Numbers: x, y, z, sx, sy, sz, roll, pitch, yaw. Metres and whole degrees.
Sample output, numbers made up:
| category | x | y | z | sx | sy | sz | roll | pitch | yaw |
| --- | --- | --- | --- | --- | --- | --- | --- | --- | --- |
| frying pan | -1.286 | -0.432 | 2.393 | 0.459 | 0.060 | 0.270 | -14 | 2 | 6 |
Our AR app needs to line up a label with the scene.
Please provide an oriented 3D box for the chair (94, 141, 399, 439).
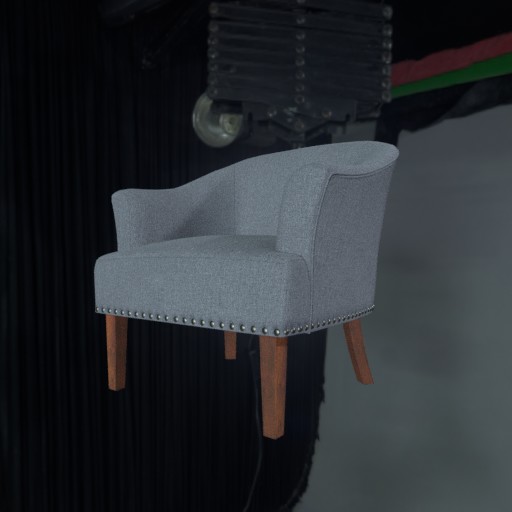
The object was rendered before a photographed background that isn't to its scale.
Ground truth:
| category | x | y | z | sx | sy | sz | roll | pitch | yaw |
| --- | --- | --- | --- | --- | --- | --- | --- | --- | --- |
| chair | 0.000 | 0.000 | 1.400 | 0.798 | 0.815 | 0.704 | 0 | 0 | 37 |
